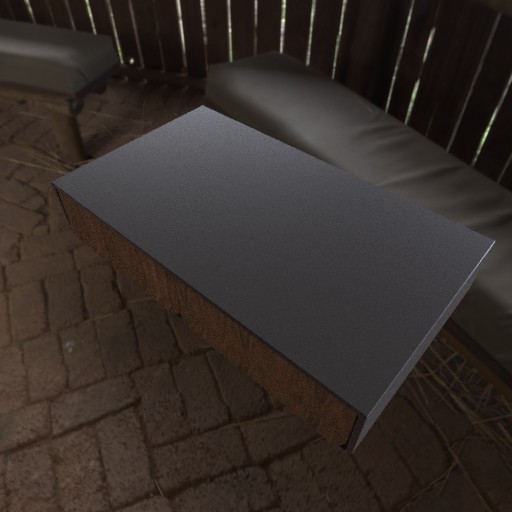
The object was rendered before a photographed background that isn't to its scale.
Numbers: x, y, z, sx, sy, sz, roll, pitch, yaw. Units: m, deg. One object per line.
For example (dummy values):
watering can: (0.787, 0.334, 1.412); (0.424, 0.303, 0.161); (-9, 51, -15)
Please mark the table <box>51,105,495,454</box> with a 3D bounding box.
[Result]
table: (0.000, 0.000, 1.501); (1.201, 0.404, 0.703); (32, 54, 27)
